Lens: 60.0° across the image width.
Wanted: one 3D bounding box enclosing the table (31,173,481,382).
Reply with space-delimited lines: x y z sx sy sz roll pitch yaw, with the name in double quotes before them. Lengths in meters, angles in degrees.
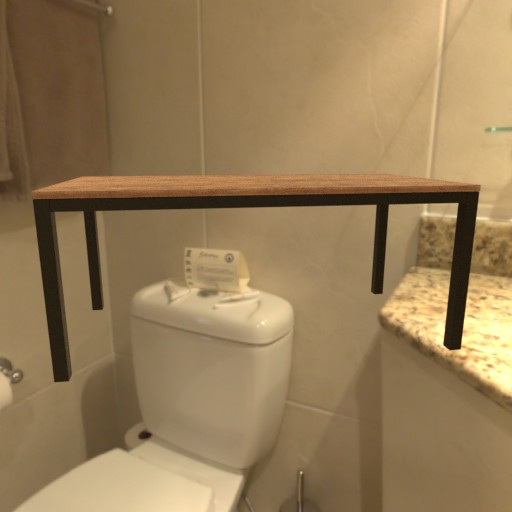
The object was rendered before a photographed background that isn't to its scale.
"table" 0.000 0.000 2.271 1.805 0.767 0.893 -2 14 -9
